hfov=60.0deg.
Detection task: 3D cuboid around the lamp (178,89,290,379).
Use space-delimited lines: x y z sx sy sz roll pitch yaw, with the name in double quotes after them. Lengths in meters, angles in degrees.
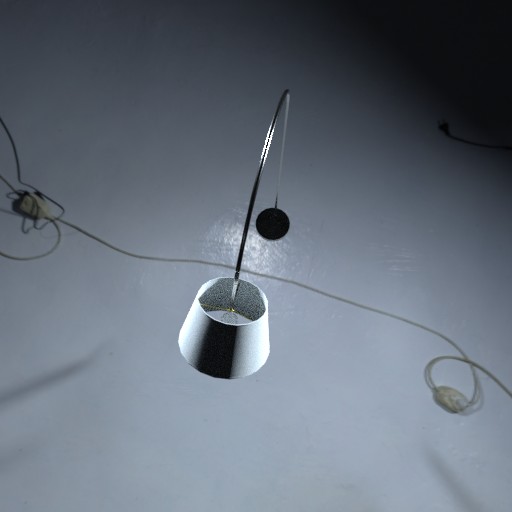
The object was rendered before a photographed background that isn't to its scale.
0.000 0.000 2.664 0.406 2.098 1.445 14 75 4 "lamp"
